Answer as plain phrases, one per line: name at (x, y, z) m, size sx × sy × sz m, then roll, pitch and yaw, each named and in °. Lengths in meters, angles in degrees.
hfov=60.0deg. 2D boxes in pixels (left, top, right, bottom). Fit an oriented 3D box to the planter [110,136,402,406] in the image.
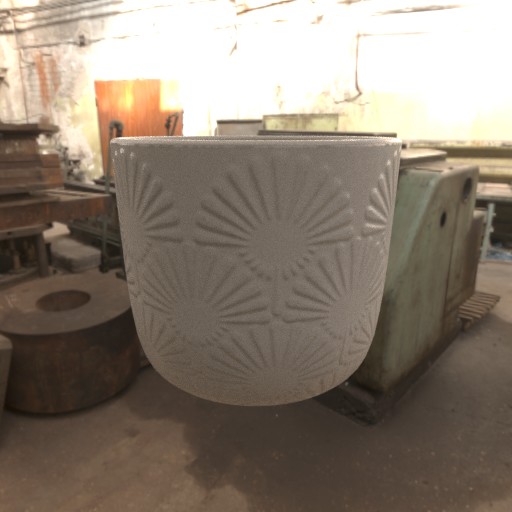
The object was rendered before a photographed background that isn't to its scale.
planter at (0.000, 0.000, 0.211) m, size 0.124 × 0.109 × 0.124 m, roll 0°, pitch 16°, yaw 0°
